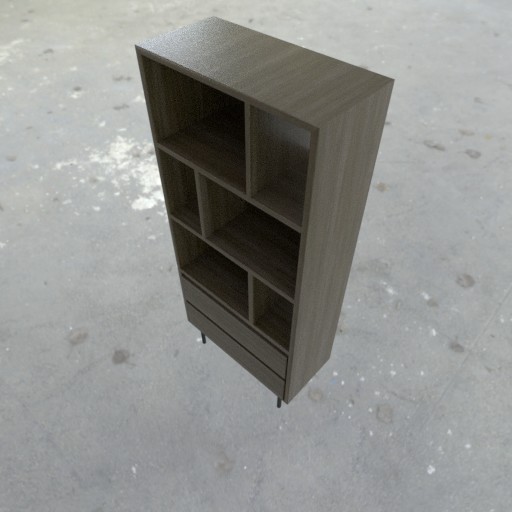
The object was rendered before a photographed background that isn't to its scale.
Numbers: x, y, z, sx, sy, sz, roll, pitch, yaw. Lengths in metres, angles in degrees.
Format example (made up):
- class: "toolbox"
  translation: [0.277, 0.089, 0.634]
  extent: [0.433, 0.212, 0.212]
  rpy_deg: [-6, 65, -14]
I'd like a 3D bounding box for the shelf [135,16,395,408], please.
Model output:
- class: "shelf"
  translation: [0.000, 0.000, 1.767]
  extent: [0.670, 1.545, 0.323]
  rpy_deg: [34, 55, 28]
